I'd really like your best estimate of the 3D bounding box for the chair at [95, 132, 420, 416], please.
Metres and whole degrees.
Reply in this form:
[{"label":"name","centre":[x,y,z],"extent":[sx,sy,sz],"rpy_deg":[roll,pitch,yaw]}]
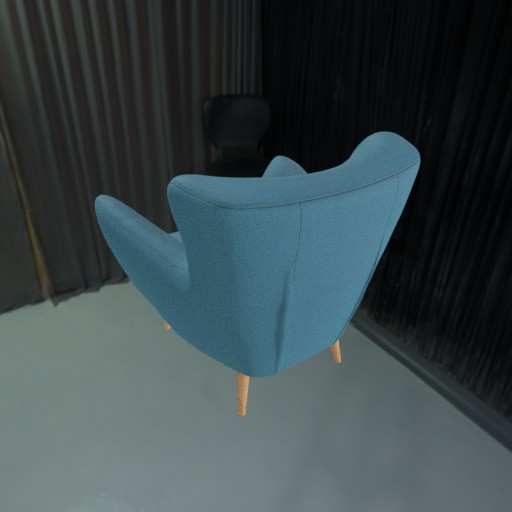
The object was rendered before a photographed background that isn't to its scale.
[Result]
[{"label":"chair","centre":[0.000,0.000,1.615],"extent":[0.890,0.889,0.889],"rpy_deg":[-19,35,-29]}]
